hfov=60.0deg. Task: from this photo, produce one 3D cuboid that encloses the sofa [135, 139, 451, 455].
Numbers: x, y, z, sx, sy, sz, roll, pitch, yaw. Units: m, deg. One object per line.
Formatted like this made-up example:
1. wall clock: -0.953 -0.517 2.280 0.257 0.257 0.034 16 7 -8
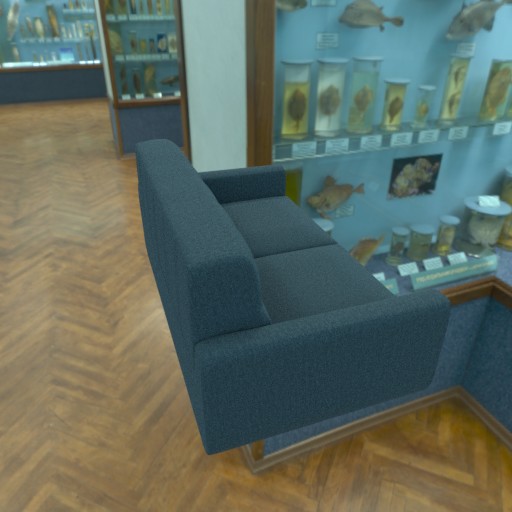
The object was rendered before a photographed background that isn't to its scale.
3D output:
1. sofa: 0.000 0.000 2.190 0.942 0.896 1.651 -10 32 -17
